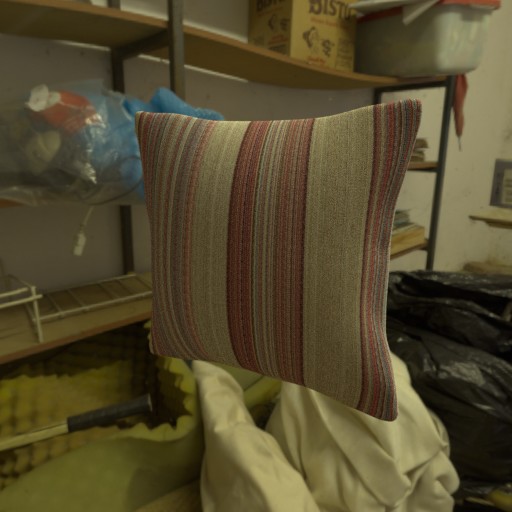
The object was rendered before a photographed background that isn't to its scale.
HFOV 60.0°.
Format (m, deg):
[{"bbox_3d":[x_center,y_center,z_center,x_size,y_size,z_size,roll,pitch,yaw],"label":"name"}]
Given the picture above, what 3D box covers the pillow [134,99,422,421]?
[{"bbox_3d":[0.000,0.000,0.650,0.437,0.419,0.136,8,16,27],"label":"pillow"}]
